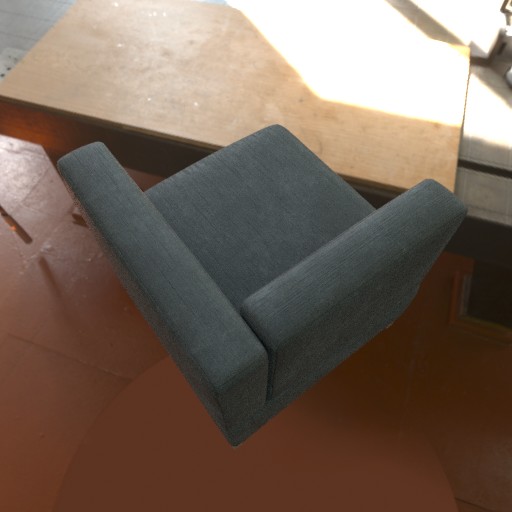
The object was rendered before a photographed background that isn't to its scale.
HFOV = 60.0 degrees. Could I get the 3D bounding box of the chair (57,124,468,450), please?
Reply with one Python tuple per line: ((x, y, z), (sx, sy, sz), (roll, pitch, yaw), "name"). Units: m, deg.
((0.000, 0.000, 1.221), (0.680, 0.660, 0.680), (-33, 64, -18), "chair")
